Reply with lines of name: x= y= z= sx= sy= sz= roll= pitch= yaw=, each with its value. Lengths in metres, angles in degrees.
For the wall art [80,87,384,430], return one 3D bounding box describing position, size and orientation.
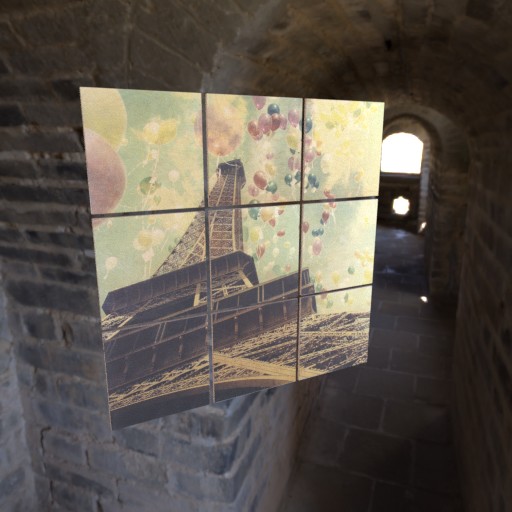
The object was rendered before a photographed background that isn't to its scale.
wall art: x=0.000 y=0.000 z=1.786 sx=1.219 sy=1.218 sz=0.013 roll=-7 pitch=16 yaw=-26
